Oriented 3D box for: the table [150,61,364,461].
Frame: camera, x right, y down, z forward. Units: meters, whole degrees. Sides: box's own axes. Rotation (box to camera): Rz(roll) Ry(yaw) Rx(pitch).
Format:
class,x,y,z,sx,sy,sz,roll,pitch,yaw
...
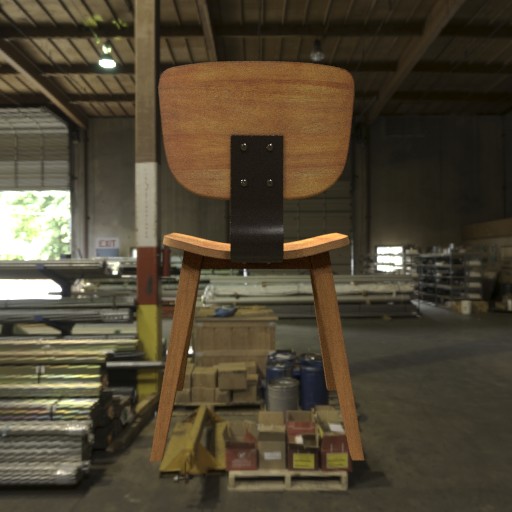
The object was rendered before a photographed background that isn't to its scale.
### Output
class,x,y,z,sx,sy,sz,roll,pitch,yaw
table,0.000,0.000,1.120,0.499,0.805,0.500,0,-1,-1
